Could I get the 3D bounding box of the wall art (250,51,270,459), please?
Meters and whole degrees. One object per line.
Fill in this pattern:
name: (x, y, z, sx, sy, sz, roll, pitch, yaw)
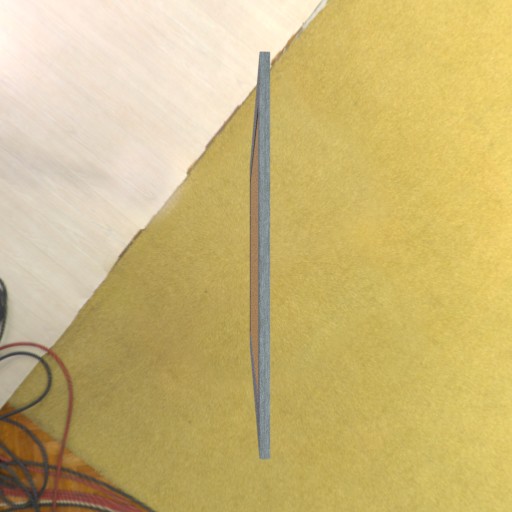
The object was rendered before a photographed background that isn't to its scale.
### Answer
wall art: (0.000, 0.000, 1.370, 0.020, 1.070, 0.768, 0, 90, -2)
